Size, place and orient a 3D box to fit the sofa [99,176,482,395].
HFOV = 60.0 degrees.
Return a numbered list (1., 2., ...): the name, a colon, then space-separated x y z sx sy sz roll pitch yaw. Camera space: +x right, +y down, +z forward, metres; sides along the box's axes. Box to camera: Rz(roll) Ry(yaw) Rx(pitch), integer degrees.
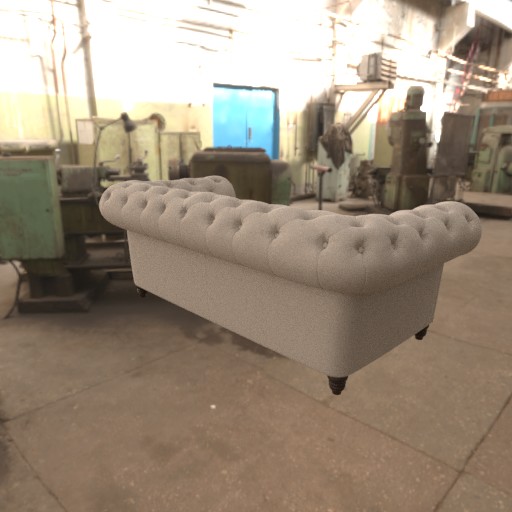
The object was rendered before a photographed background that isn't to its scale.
1. sofa: 0.000 0.000 2.450 0.986 0.764 1.998 -15 21 -42
